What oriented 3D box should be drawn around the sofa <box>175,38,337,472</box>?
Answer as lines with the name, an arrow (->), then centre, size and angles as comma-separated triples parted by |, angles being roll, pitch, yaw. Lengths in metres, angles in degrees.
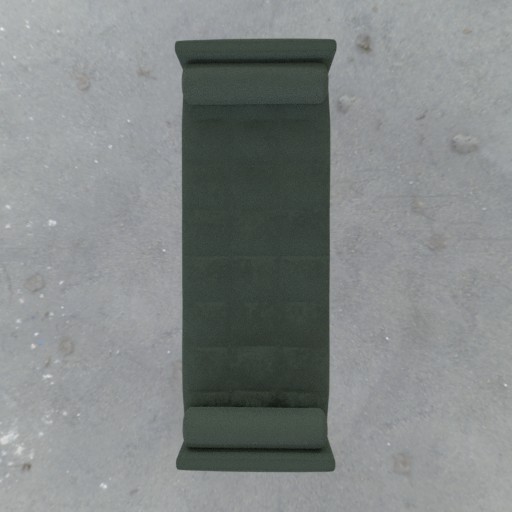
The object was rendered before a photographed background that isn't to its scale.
sofa -> 0.000, 0.000, 2.445 | 0.797, 0.657, 2.102 | 0, 91, 1
